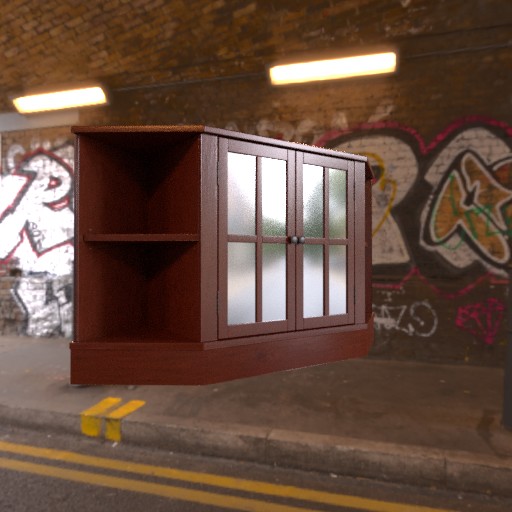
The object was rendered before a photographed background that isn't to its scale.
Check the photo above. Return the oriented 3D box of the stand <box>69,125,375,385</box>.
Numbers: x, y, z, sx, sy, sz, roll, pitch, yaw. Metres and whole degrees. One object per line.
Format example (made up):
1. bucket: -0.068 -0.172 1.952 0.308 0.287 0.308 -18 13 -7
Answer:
1. stand: 0.000 0.000 1.353 1.072 0.614 0.381 0 -1 -35
